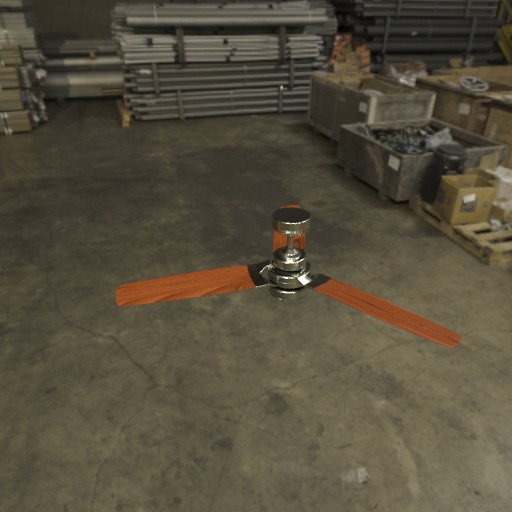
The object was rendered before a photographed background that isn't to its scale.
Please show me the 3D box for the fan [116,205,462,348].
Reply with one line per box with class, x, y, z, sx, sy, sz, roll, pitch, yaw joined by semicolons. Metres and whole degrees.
fan;0.000;0.000;2.045;1.271;0.410;1.416;-8;31;-13
